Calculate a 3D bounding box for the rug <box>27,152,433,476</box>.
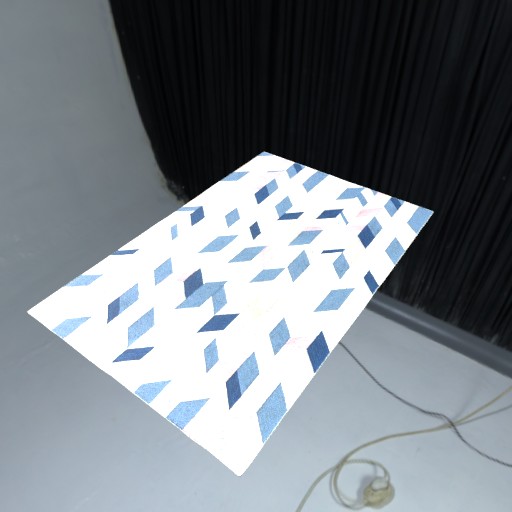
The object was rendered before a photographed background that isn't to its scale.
[{"bbox_3d":[0.000,0.000,2.254,1.202,0.006,1.813,26,48,26],"label":"rug"}]
